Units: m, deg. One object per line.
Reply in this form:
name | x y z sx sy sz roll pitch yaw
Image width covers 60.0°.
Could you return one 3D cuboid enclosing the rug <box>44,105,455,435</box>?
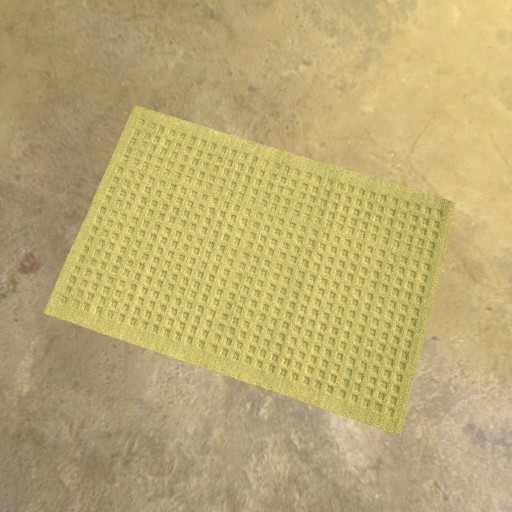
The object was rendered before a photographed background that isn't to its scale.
rug | 0.000 0.000 2.849 2.297 0.007 1.529 18 77 4
